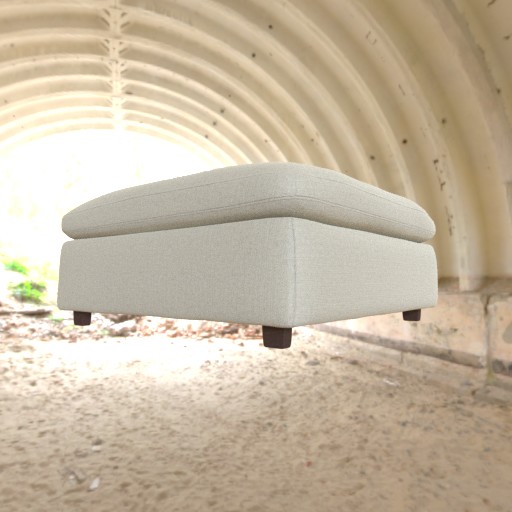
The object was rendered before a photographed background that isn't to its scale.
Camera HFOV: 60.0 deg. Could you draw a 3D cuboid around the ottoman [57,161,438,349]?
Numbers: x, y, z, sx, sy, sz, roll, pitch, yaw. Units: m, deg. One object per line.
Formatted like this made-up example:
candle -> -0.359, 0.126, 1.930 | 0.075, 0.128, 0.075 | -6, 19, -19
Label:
ottoman -> 0.000, 0.000, 1.553 | 0.996, 0.467, 0.977 | -3, -4, 38
